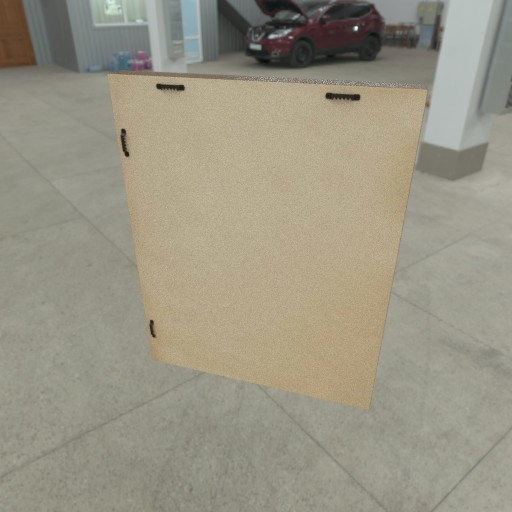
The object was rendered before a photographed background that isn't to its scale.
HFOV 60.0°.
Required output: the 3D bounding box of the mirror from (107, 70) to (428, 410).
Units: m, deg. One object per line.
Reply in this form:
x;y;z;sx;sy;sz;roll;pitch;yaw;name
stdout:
0.000;0.000;0.678;0.406;0.509;0.041;9;31;15;mirror
